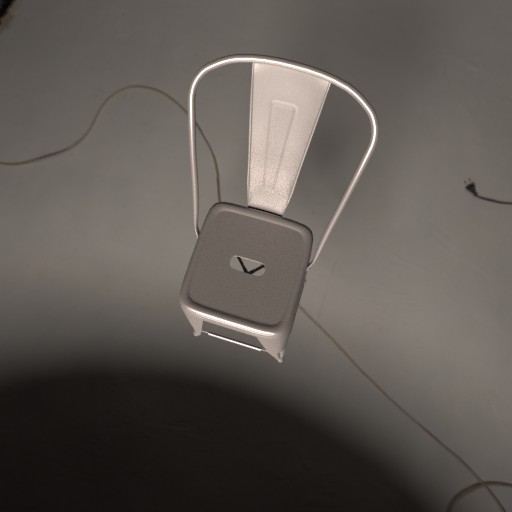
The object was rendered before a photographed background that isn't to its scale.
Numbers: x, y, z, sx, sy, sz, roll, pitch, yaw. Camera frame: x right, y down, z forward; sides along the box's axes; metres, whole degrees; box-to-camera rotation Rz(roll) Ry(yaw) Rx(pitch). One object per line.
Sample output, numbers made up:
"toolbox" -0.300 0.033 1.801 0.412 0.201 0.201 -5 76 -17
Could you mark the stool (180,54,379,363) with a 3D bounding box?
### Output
"stool" 0.000 0.000 1.315 0.399 1.096 0.513 16 76 4
